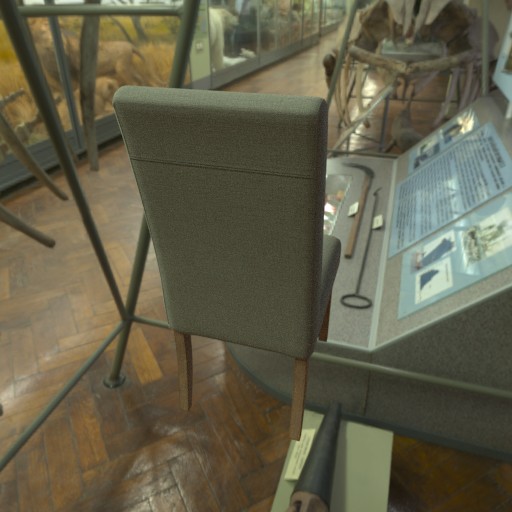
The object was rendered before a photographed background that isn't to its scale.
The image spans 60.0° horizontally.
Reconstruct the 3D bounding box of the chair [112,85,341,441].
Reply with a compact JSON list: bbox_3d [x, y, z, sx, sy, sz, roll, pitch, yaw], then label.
[{"bbox_3d":[0.000,0.000,1.334,0.450,1.033,0.611,9,32,15],"label":"chair"}]
